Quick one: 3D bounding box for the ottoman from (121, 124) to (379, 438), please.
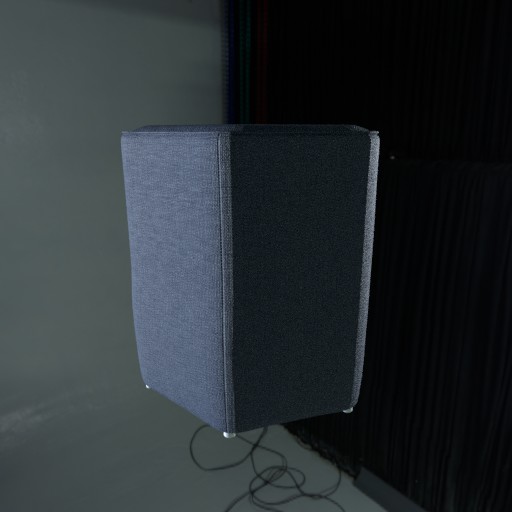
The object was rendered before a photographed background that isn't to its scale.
[{"bbox_3d":[0.000,0.000,0.895,0.454,0.505,0.492,-15,21,-42],"label":"ottoman"}]
